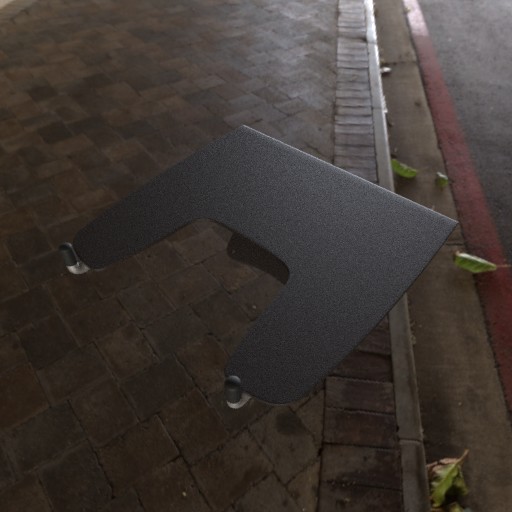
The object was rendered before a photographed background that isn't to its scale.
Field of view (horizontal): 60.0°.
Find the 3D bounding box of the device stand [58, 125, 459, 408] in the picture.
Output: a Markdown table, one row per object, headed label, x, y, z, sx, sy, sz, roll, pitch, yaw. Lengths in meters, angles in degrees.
| label | x | y | z | sx | sy | sz | roll | pitch | yaw |
| --- | --- | --- | --- | --- | --- | --- | --- | --- | --- |
| device stand | 0.000 | 0.000 | 0.359 | 0.230 | 0.092 | 0.230 | 32 | 54 | 26 |
